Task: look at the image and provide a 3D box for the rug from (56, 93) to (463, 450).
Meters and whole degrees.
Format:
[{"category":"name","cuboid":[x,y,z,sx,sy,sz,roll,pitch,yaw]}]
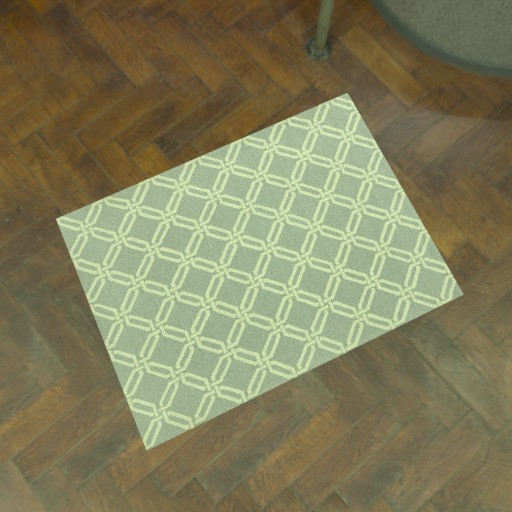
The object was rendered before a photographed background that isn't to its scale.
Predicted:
[{"category":"rug","cuboid":[0.000,0.000,4.433,3.353,0.013,2.438,-25,79,-5]}]
